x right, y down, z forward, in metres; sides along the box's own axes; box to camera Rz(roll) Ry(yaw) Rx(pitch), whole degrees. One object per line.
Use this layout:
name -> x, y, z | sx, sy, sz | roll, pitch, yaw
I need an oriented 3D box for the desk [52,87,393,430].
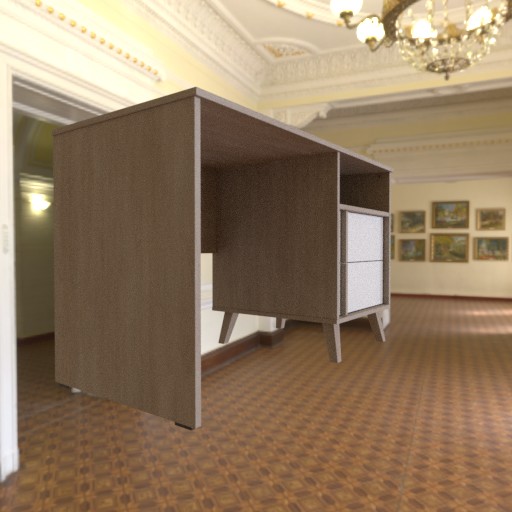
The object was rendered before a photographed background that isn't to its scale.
desk -> 0.000, 0.000, 1.660 | 0.600, 0.770, 1.251 | 1, 1, 37
